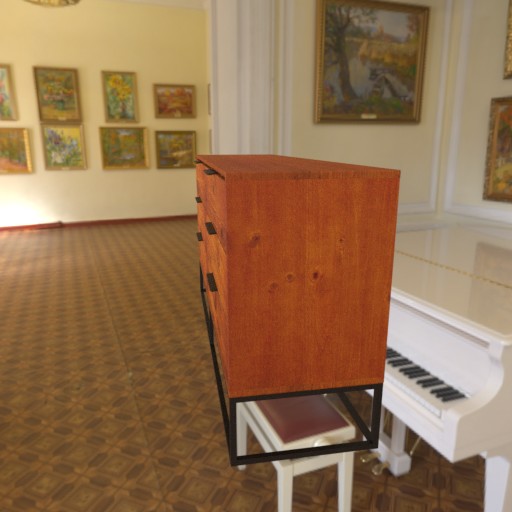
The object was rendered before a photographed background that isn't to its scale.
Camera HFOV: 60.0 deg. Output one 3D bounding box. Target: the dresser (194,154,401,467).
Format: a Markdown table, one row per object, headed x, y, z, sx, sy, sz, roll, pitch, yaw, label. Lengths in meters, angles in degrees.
| x | y | z | sx | sy | sz | roll | pitch | yaw | label |
| --- | --- | --- | --- | --- | --- | --- | --- | --- | --- |
| 0.000 | 0.000 | 1.902 | 0.464 | 0.810 | 1.536 | -3 | 15 | -10 | dresser |
